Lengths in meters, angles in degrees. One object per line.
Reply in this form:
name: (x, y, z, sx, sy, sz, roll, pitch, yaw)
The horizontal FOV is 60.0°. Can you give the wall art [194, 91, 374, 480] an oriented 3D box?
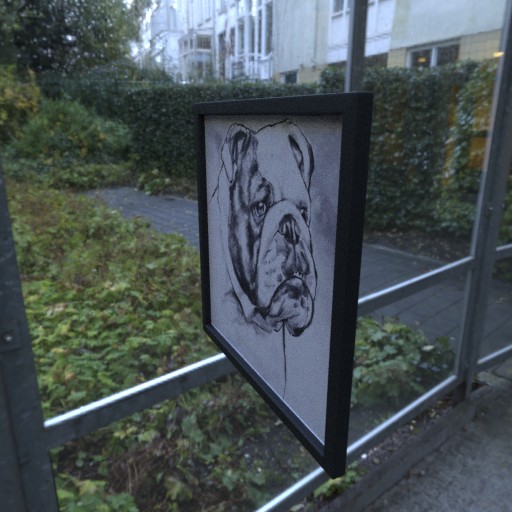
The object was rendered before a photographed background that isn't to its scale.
wall art: (0.000, 0.000, 0.679, 0.022, 0.453, 0.456, -9, 20, -26)
